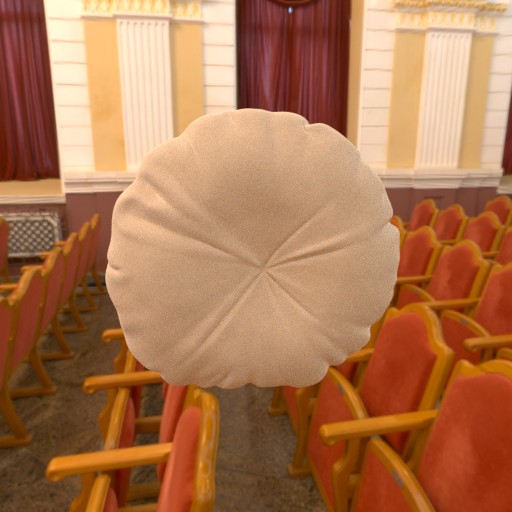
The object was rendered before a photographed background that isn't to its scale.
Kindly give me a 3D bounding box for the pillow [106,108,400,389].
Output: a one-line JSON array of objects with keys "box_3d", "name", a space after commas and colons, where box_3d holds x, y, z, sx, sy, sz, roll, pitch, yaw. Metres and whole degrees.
[{"box_3d": [0.000, 0.000, 0.645, 0.428, 0.407, 0.148, -2, 14, -9], "name": "pillow"}]
